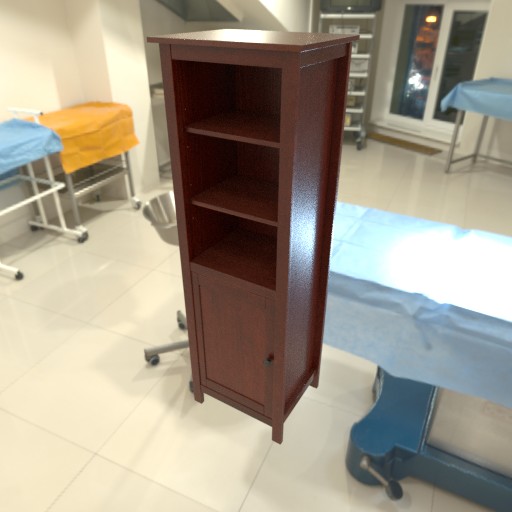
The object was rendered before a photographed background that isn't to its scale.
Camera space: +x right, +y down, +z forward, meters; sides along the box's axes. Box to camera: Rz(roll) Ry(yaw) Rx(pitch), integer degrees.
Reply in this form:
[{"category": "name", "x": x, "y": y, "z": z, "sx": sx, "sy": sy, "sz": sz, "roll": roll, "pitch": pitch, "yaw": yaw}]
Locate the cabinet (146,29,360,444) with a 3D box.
[{"category": "cabinet", "x": 0.000, "y": 0.000, "z": 1.700, "sx": 0.500, "sy": 1.518, "sz": 0.401, "roll": 17, "pitch": 34, "yaw": 27}]
